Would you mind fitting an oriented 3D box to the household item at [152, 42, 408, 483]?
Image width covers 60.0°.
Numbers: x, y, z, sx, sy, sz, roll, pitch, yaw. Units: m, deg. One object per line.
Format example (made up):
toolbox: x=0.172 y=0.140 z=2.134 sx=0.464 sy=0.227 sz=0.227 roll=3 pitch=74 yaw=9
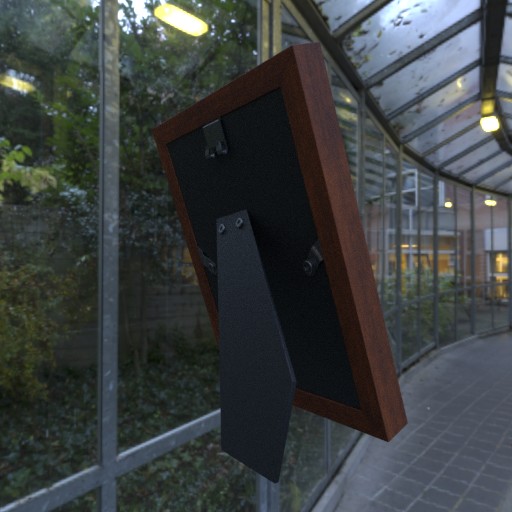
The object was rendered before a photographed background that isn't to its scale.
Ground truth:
household item: x=0.000 y=0.000 z=0.288 sx=0.096 sy=0.204 sz=0.160 roll=1 pitch=-1 yaw=-36
